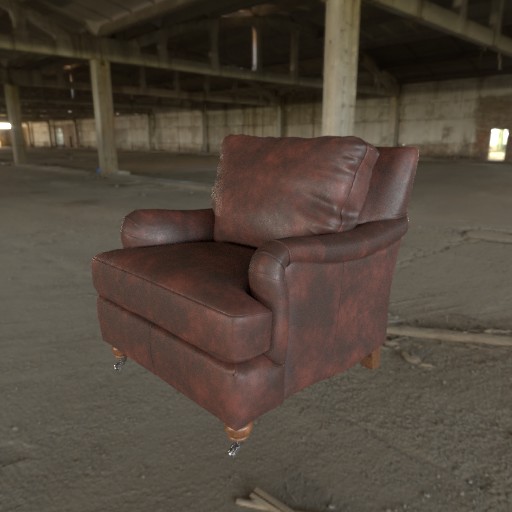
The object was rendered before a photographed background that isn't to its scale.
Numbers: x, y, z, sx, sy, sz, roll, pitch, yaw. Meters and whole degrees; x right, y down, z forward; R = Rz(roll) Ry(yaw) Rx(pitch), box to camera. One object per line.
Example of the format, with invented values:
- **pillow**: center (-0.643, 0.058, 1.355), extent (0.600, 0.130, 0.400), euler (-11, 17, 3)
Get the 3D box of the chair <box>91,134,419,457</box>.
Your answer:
- **chair**: center (0.000, 0.000, 1.972), extent (1.156, 1.051, 0.987), euler (-14, 21, -43)
